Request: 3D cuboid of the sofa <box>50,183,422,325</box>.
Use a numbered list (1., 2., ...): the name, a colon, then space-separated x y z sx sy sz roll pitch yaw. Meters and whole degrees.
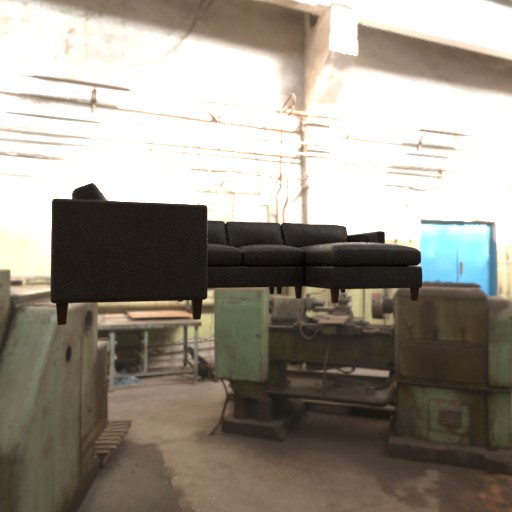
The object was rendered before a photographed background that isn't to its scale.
1. sofa: 0.000 0.000 4.253 3.324 0.891 2.452 0 -1 -18
